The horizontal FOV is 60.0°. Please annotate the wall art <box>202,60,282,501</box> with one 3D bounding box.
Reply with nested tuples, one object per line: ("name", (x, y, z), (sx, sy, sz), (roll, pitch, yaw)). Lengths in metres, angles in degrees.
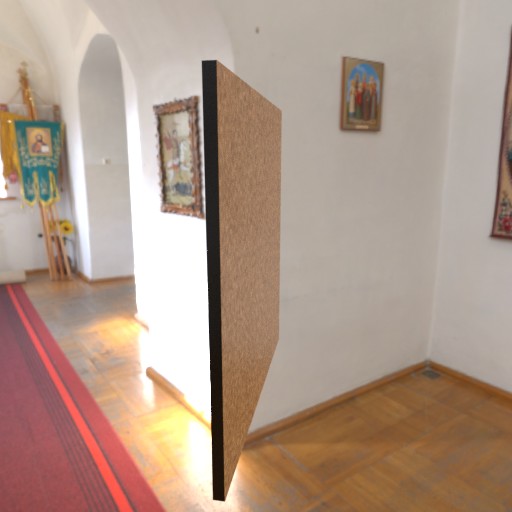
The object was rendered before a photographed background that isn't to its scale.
("wall art", (0.000, 0.000, 0.644), (0.014, 0.445, 0.446), (2, 13, 10))
